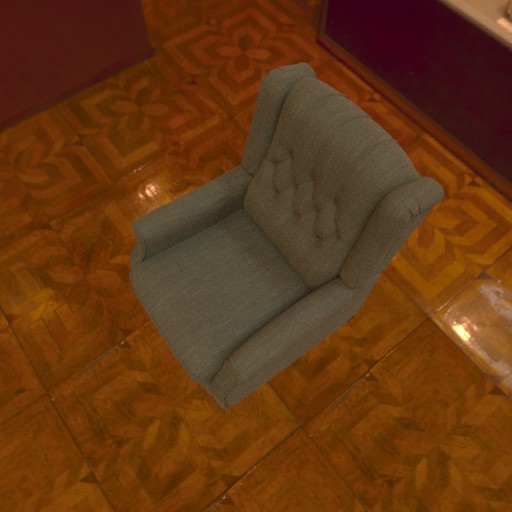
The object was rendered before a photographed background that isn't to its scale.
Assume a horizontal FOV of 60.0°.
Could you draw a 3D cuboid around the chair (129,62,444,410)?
[{"bbox_3d":[0.000,0.000,1.683,0.898,1.035,0.742,-33,68,-15],"label":"chair"}]
